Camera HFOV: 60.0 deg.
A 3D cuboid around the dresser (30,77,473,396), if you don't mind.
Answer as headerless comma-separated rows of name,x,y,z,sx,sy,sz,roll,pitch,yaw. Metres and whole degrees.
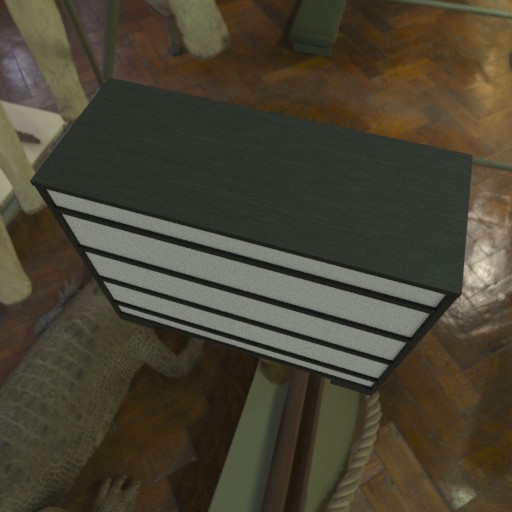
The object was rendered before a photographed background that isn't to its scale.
dresser,0.000,0.000,1.415,0.994,0.816,0.404,15,60,9
